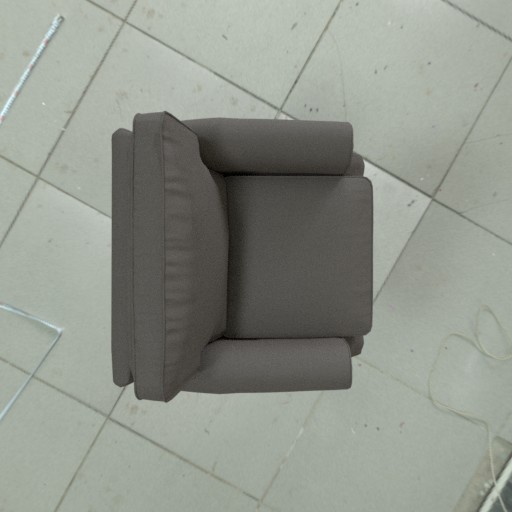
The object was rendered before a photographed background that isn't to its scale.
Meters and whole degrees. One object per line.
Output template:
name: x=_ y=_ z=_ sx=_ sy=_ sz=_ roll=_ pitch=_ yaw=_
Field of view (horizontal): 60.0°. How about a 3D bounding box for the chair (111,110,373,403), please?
chair: x=0.000 y=0.000 z=1.748 sx=0.966 sy=0.967 sz=1.029 roll=0 pitch=91 yaw=-1
